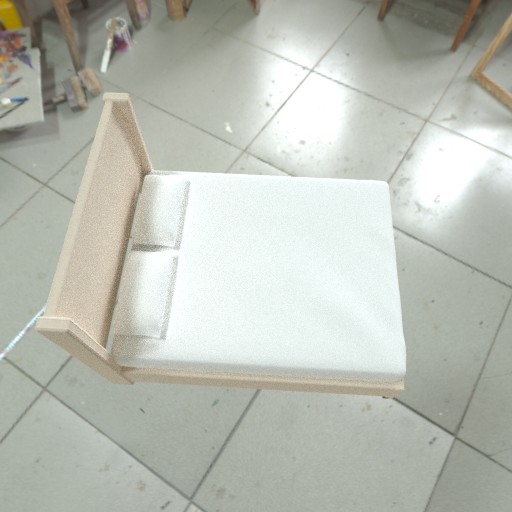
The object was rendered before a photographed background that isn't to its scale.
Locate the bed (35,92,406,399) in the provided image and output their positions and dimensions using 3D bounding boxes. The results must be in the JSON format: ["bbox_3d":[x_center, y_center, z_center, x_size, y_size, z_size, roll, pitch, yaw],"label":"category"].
[{"bbox_3d":[0.000,0.000,3.403,2.293,1.471,1.778,3,63,2],"label":"bed"}]
